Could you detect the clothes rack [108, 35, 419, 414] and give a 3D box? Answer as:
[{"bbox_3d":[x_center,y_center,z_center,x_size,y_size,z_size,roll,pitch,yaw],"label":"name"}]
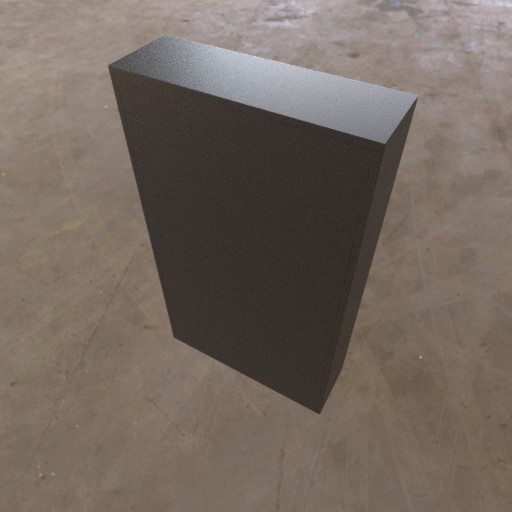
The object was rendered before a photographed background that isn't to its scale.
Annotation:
[{"bbox_3d":[0.000,0.000,1.567,0.750,1.280,0.250,23,51,20],"label":"clothes rack"}]
